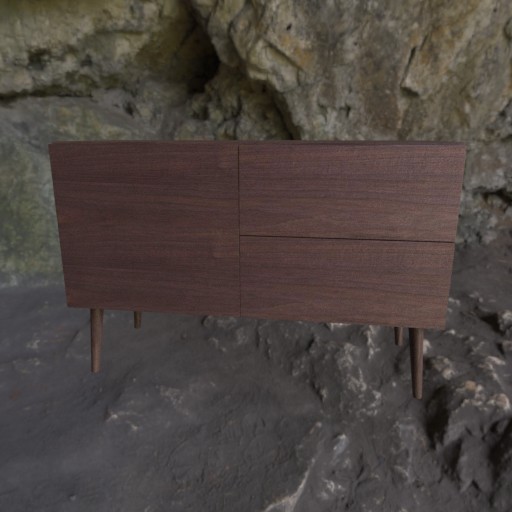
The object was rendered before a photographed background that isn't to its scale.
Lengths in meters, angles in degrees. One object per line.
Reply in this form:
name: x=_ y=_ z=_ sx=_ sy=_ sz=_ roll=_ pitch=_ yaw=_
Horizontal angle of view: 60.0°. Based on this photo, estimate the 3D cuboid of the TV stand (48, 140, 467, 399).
TV stand: x=0.000 y=0.000 z=1.314 sx=0.990 sy=0.660 sz=0.405 roll=2 pitch=15 yaw=8
